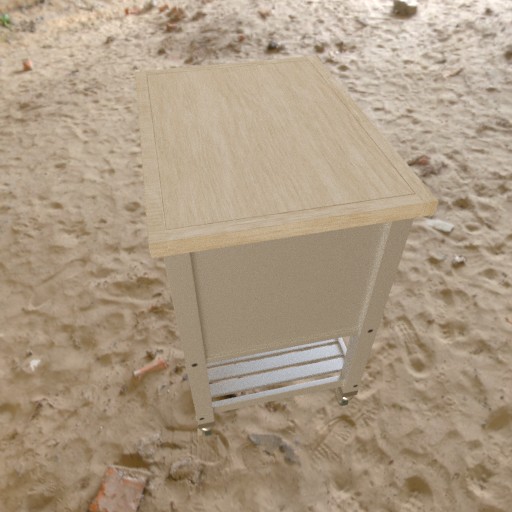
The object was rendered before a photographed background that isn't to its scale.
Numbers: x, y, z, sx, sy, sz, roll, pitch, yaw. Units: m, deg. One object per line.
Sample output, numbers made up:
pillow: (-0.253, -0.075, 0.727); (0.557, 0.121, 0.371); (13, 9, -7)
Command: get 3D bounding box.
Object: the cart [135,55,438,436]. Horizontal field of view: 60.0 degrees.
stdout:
cart: (0.000, 0.000, 1.406); (0.559, 0.914, 0.762); (-9, 45, -9)
